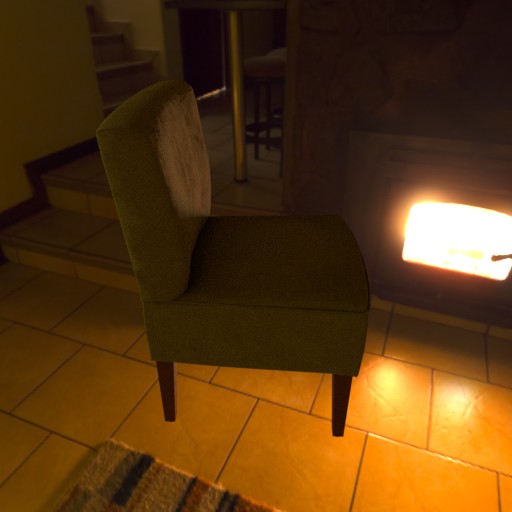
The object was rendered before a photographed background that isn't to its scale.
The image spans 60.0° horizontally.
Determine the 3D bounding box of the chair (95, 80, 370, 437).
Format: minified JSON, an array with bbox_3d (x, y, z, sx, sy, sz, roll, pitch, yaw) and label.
[{"bbox_3d":[0.000,0.000,1.153,0.554,0.806,0.521,1,30,2],"label":"chair"}]
